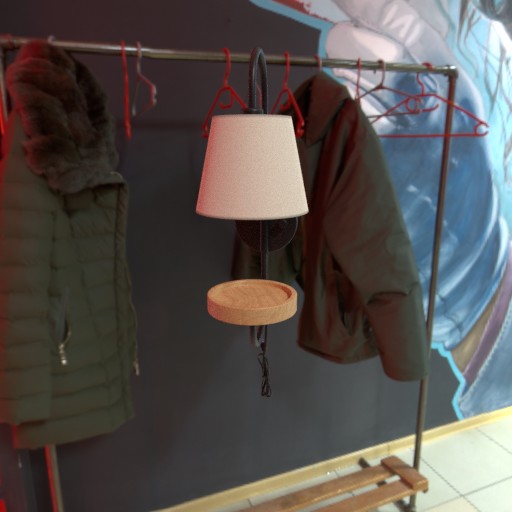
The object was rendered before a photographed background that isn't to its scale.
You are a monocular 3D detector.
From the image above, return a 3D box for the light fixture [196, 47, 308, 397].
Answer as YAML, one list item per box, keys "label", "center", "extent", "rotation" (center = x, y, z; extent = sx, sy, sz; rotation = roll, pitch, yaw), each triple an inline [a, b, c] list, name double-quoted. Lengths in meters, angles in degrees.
- label: "light fixture"
  center: [0.000, 0.000, 0.936]
  extent: [0.220, 0.821, 0.299]
  rotation: [3, 15, 10]
